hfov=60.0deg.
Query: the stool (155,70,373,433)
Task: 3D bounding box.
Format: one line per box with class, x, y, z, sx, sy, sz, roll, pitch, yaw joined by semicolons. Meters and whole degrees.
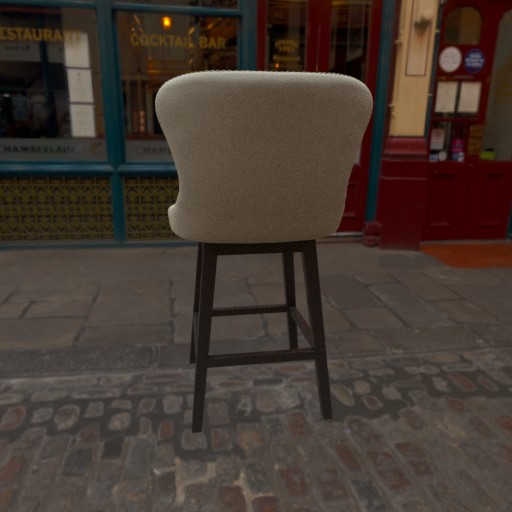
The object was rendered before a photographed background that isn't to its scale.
stool;0.000;0.000;1.340;0.528;0.971;0.593;-2;15;-9
